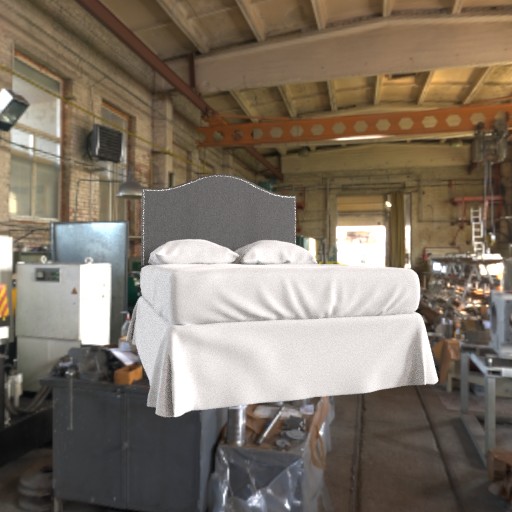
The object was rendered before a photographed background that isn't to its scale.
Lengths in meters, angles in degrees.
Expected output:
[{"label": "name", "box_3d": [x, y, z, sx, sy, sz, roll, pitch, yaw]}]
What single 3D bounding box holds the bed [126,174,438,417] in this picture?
[{"label": "bed", "box_3d": [0.000, 0.000, 3.511, 1.876, 1.645, 2.221, 0, 0, -19]}]
